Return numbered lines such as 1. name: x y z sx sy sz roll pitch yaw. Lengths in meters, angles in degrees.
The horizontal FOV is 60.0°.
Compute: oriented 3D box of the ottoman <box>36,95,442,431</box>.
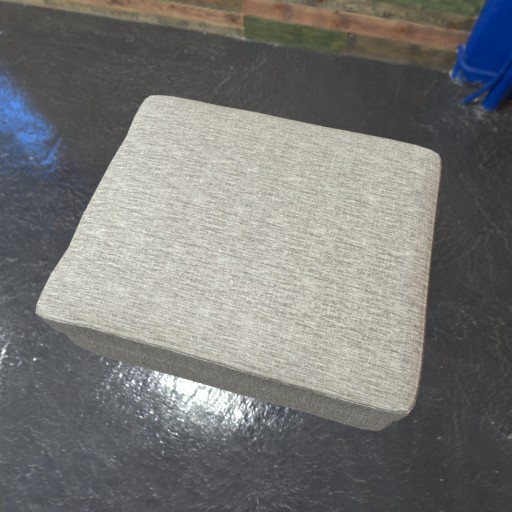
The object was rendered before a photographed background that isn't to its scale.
1. ottoman: 0.000 0.000 1.428 0.994 0.492 0.839 14 64 7
